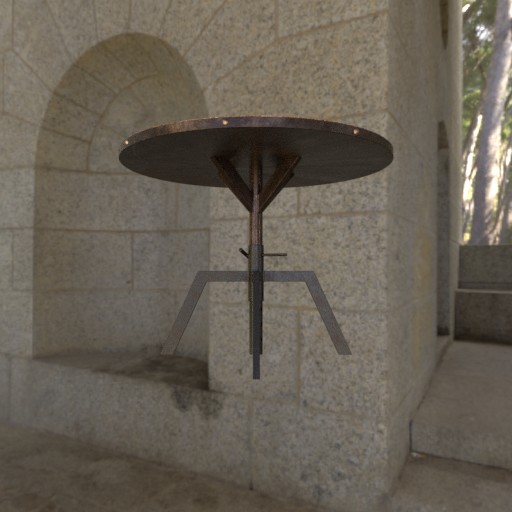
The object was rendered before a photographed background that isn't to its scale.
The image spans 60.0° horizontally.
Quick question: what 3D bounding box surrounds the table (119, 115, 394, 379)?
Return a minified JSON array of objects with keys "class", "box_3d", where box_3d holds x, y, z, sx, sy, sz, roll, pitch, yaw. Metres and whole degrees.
[{"class":"table","box_3d":[0.000,0.000,1.490,0.885,0.658,0.885,0,-1,0]}]
